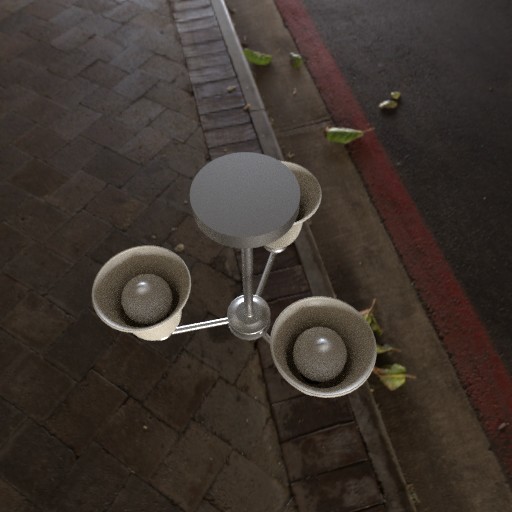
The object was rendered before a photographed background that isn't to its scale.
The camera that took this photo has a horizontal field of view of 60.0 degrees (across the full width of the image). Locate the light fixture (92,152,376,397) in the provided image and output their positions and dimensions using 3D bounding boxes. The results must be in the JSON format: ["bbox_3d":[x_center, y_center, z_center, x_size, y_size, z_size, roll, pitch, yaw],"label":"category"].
[{"bbox_3d":[0.000,0.000,0.657,0.388,0.370,0.354,16,59,10],"label":"light fixture"}]
